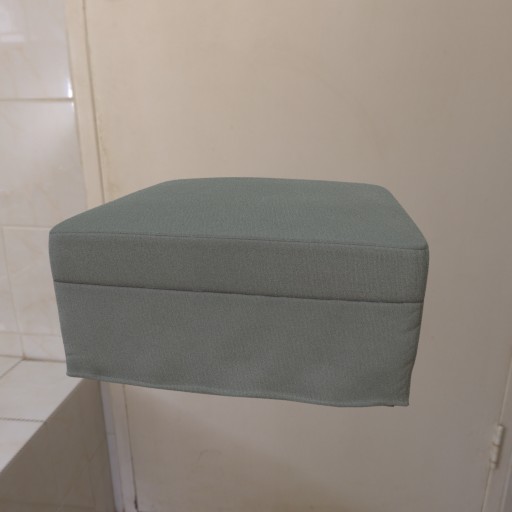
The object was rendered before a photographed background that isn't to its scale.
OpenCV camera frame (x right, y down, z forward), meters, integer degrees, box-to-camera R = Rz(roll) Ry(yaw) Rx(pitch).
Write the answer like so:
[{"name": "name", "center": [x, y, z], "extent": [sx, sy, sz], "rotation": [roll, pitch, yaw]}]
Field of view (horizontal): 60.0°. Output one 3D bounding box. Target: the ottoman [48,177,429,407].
[{"name": "ottoman", "center": [0.000, 0.000, 1.347], "extent": [0.842, 0.441, 0.843], "rotation": [3, 17, 9]}]
